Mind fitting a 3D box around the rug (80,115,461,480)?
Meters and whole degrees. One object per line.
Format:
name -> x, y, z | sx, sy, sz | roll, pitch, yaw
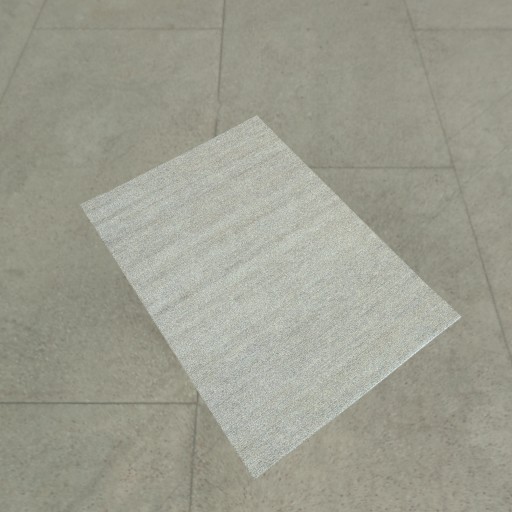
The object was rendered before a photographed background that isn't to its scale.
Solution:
rug -> 0.000, 0.000, 3.060 | 1.624, 0.030, 2.264 | -31, 64, -17
